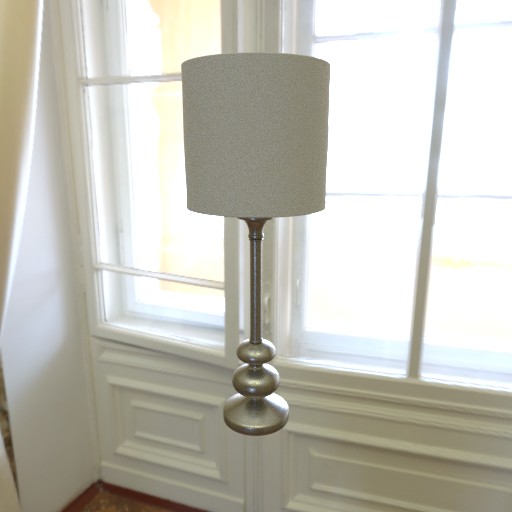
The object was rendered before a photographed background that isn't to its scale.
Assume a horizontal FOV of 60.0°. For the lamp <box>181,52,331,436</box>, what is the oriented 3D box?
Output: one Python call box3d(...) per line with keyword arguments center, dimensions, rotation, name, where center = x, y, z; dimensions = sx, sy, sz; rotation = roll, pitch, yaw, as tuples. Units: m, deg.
box3d(center=(0.000, 0.000, 0.839), dimensions=(0.254, 0.690, 0.254), rotation=(-7, 16, -26), name="lamp")
